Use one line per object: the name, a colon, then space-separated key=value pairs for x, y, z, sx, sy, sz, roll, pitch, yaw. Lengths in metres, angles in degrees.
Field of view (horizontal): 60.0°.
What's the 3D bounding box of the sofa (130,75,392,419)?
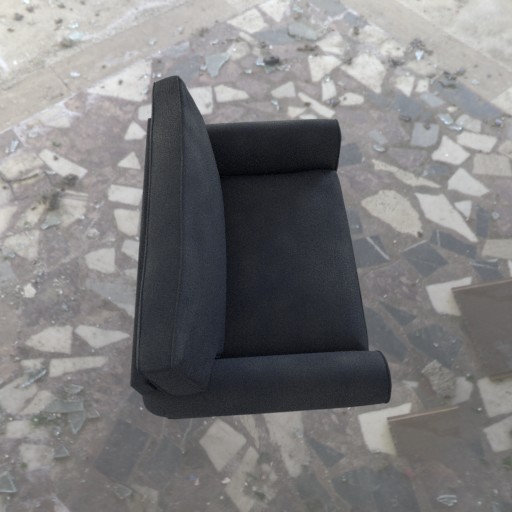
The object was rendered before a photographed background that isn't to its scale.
sofa: x=0.000 y=0.000 z=2.039 sx=0.938 sy=1.004 sz=1.405 roll=-3 pitch=62 yaw=-2
